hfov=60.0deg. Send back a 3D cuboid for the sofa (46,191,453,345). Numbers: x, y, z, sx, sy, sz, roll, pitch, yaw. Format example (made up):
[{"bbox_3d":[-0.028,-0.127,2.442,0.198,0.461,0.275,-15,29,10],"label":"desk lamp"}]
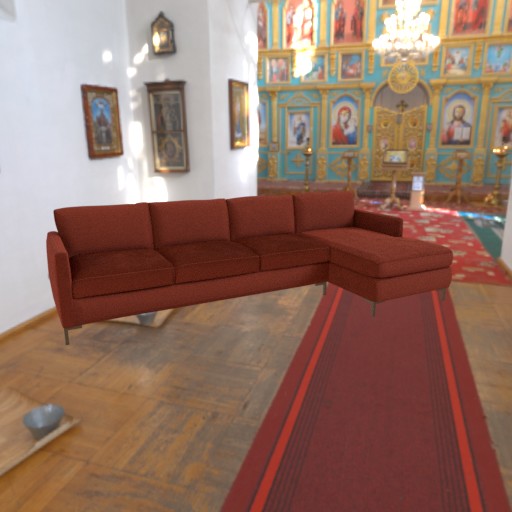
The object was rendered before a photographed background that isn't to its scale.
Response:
[{"bbox_3d":[0.000,0.000,3.467,2.932,0.810,1.350,-7,16,-27],"label":"sofa"}]
